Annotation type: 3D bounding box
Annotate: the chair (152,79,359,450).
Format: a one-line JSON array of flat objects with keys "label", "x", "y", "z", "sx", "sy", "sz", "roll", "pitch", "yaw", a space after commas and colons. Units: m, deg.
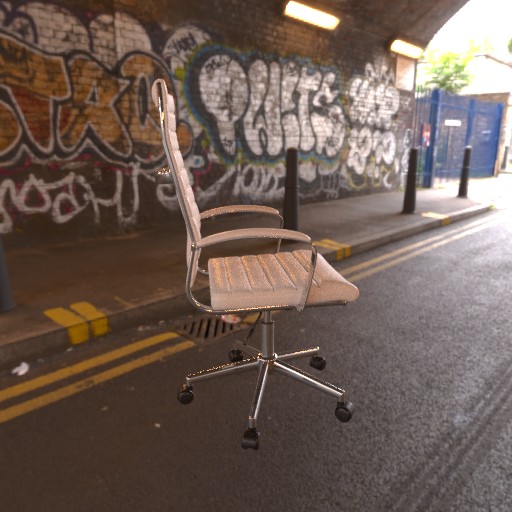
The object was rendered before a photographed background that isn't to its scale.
[{"label": "chair", "x": 0.000, "y": 0.000, "z": 1.620, "sx": 0.679, "sy": 1.149, "sz": 0.679, "roll": -2, "pitch": 14, "yaw": -7}]
